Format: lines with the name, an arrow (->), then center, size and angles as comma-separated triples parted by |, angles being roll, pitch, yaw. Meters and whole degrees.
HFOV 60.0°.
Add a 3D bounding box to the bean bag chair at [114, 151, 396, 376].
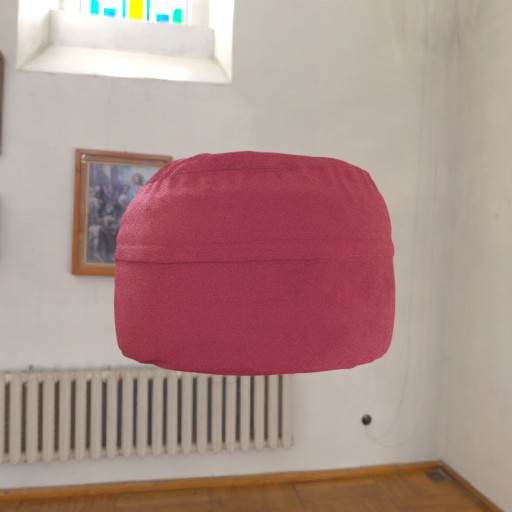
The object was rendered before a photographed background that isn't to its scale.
bean bag chair -> 0.000, 0.000, 2.013 | 1.218, 0.788, 1.218 | 0, 0, 0
